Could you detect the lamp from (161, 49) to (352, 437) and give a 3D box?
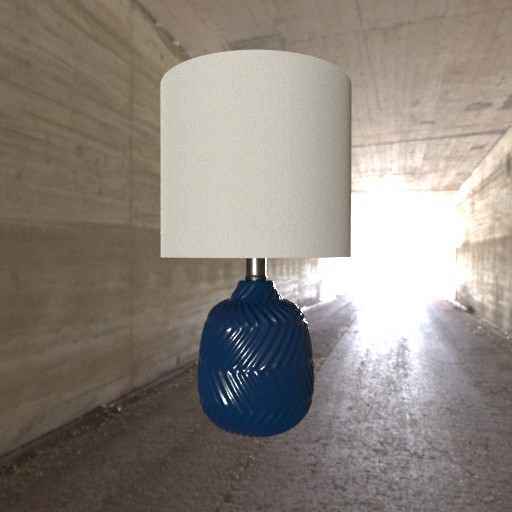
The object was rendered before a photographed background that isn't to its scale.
[{"bbox_3d":[0.000,0.000,0.483,0.203,0.368,0.203,0,0,-19],"label":"lamp"}]
